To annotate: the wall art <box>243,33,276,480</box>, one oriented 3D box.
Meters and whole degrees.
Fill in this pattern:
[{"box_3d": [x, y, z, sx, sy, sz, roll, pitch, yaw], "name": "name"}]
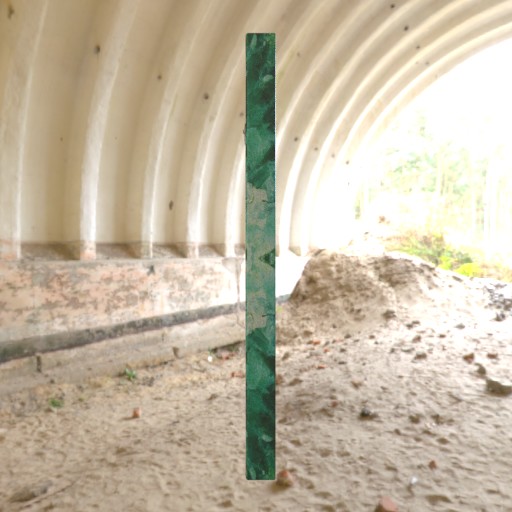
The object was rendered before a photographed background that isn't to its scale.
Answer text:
[{"box_3d": [0.000, 0.000, 0.752, 0.038, 0.508, 0.507, 0, 0, -1], "name": "wall art"}]
